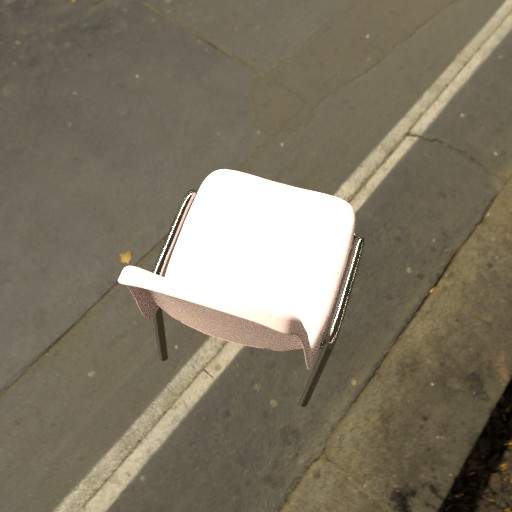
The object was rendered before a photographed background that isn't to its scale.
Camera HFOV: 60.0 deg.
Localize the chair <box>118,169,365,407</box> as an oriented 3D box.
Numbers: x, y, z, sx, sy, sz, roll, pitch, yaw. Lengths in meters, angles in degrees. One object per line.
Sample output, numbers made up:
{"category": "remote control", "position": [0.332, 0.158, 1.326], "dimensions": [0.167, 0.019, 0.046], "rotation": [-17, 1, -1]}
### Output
{"category": "chair", "position": [0.000, 0.000, 0.764], "dimensions": [0.354, 0.537, 0.385], "rotation": [16, 65, 8]}
